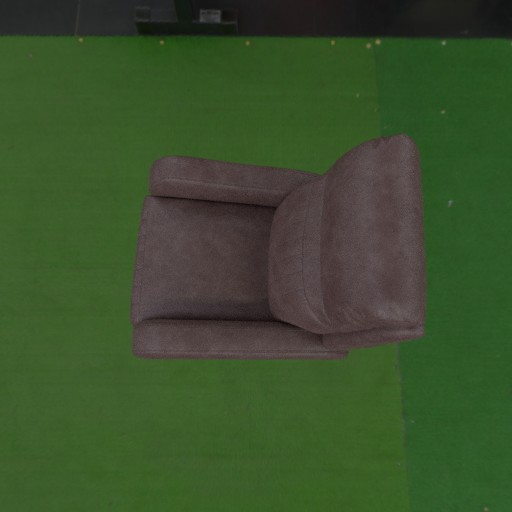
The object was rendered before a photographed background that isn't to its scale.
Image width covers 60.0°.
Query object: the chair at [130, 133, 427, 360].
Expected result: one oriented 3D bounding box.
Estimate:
[{"bbox_3d":[0.000,0.000,1.833,1.067,1.067,0.865,2,76,1],"label":"chair"}]
